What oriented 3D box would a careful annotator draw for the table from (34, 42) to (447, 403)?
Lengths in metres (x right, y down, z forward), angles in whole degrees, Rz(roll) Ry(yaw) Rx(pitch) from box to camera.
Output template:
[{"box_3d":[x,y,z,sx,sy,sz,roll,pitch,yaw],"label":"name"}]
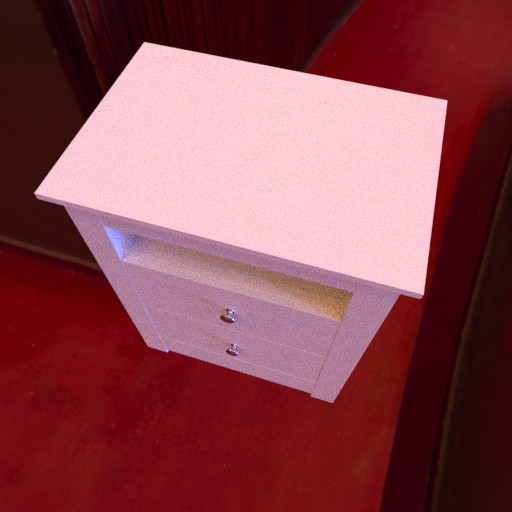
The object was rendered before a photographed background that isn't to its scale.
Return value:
[{"box_3d":[0.000,0.000,1.038,0.589,0.711,0.406,15,60,9],"label":"table"}]
